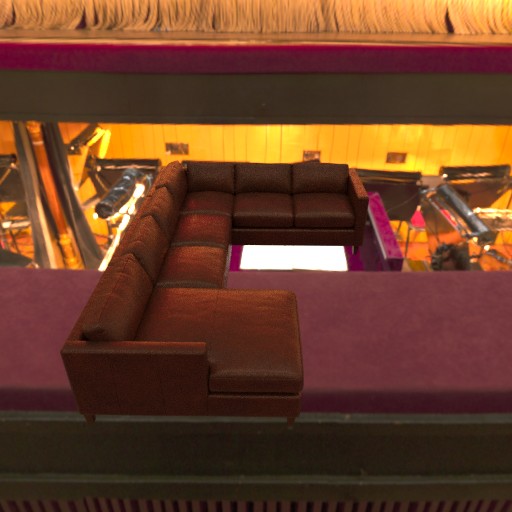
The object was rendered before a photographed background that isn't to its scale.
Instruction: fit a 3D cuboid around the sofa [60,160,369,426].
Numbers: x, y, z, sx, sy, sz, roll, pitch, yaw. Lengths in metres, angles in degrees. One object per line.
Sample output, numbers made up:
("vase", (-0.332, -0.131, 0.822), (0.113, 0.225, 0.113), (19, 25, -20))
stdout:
("sofa", (0.000, 0.000, 4.354), (2.452, 0.891, 3.324), (0, 32, 1))
